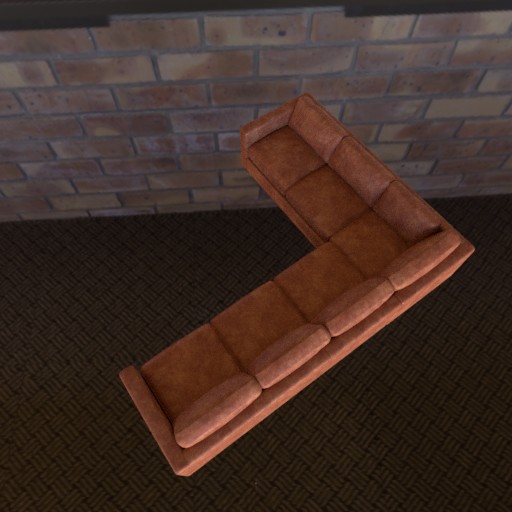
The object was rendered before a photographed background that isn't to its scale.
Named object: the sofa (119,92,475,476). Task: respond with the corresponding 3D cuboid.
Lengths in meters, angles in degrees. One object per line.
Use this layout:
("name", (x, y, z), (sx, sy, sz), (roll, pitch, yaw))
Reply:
("sofa", (0.000, 0.000, 4.271), (3.150, 0.838, 2.438), (-33, 67, -15))
